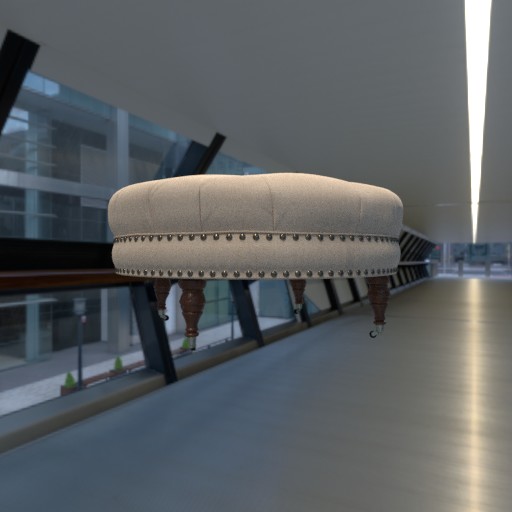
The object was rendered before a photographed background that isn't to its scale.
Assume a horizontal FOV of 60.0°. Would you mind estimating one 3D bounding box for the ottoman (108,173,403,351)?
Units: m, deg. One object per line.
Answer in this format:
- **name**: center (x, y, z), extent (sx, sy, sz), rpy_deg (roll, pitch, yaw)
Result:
- **ottoman**: center (0.000, 0.000, 1.484), extent (0.940, 0.483, 0.940), rpy_deg (0, 0, 0)
